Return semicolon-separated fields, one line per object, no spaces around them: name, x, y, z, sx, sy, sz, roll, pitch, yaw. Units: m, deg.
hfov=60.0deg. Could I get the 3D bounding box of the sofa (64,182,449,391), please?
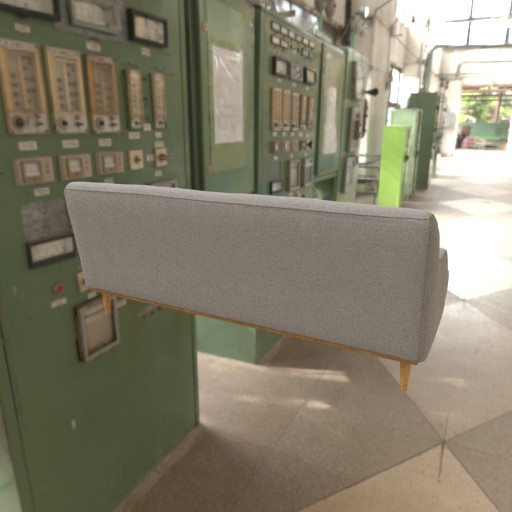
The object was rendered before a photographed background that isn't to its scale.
sofa;0.000;0.000;2.600;2.057;0.871;0.978;9;19;27
